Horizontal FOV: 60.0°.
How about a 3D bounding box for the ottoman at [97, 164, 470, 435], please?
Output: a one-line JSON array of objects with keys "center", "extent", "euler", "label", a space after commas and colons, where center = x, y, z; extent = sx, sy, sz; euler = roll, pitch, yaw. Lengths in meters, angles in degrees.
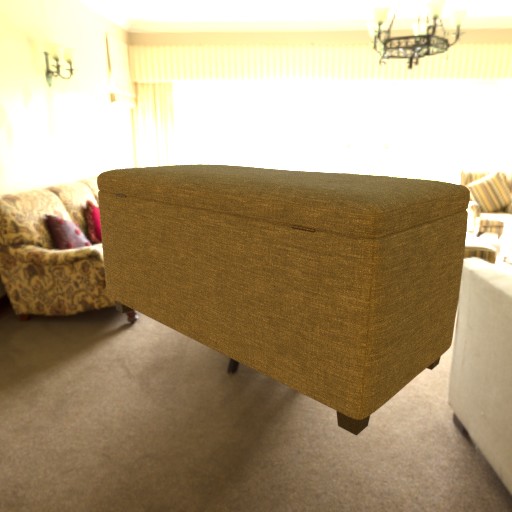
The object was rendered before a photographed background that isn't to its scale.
[{"center": [0.000, 0.000, 1.135], "extent": [0.902, 0.432, 0.419], "euler": [14, 21, 42], "label": "ottoman"}]
